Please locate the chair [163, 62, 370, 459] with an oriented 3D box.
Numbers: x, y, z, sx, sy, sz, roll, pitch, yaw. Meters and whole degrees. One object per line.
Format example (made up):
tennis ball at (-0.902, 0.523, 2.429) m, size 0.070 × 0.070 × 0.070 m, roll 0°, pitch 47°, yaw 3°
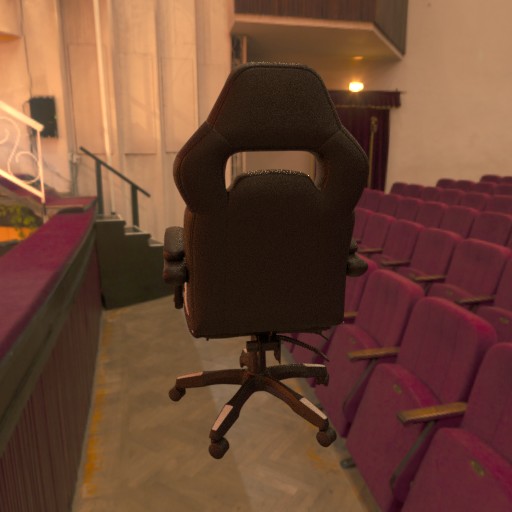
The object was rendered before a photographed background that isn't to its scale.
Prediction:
chair at (0.000, 0.000, 1.606) m, size 0.676 × 1.200 × 0.700 m, roll -2°, pitch 13°, yaw -10°
